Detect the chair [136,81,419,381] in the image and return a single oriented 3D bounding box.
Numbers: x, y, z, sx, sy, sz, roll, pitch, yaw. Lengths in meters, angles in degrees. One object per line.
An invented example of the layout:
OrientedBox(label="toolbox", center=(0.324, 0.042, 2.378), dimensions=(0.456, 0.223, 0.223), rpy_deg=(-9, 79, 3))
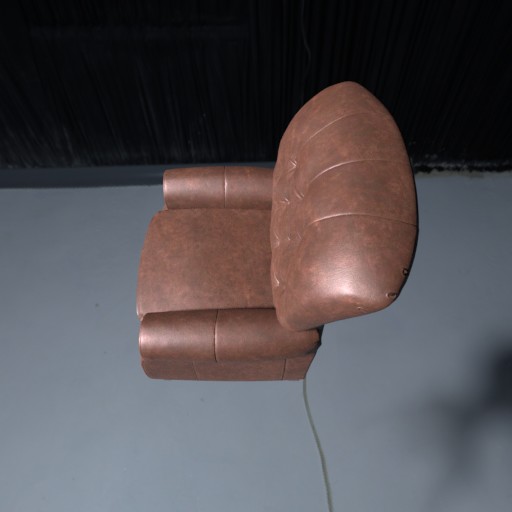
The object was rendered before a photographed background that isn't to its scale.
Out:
OrientedBox(label="chair", center=(0.000, 0.000, 1.911), dimensions=(1.031, 1.162, 0.979), rpy_deg=(0, 57, 0))
